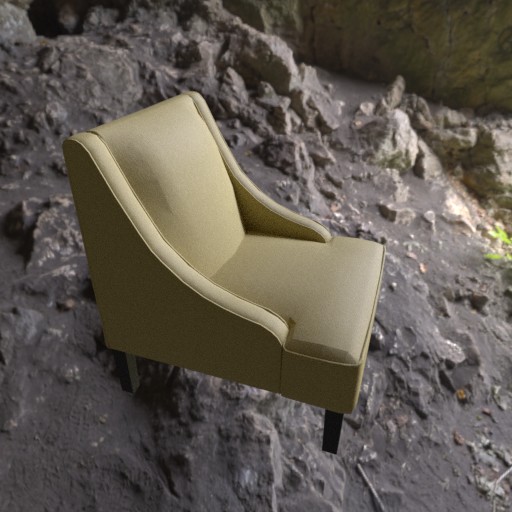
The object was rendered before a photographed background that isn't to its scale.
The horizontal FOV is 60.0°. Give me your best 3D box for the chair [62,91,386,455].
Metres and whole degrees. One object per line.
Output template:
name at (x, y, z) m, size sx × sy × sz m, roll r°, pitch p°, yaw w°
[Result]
chair at (0.000, 0.000, 1.480) m, size 0.814 × 0.896 × 0.696 m, roll 10°, pitch 32°, yaw 17°
